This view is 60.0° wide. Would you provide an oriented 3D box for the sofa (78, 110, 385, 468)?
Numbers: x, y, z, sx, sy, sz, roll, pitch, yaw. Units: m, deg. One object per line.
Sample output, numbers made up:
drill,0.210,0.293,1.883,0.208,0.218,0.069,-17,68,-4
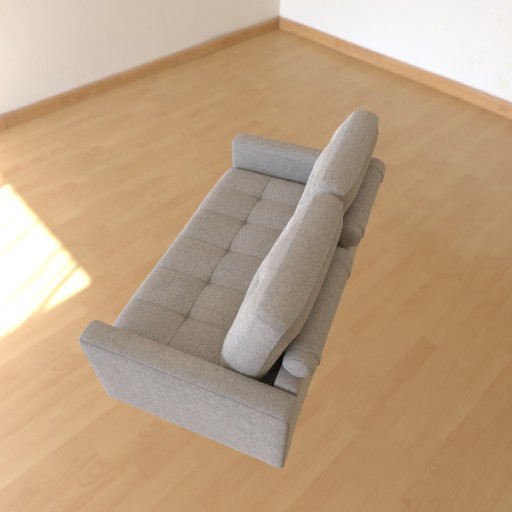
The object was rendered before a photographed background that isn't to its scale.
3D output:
sofa,0.000,0.000,1.945,0.842,0.907,1.407,17,50,15
